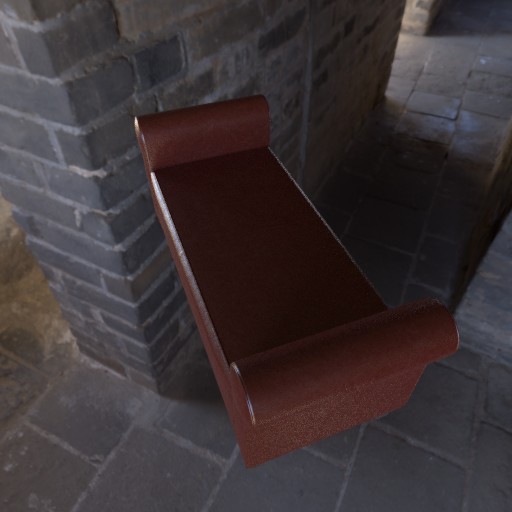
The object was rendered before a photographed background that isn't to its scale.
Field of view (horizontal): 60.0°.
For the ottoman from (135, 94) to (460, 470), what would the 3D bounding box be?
[{"bbox_3d":[0.000,0.000,1.500,0.521,0.547,1.256,-15,48,-15],"label":"ottoman"}]
